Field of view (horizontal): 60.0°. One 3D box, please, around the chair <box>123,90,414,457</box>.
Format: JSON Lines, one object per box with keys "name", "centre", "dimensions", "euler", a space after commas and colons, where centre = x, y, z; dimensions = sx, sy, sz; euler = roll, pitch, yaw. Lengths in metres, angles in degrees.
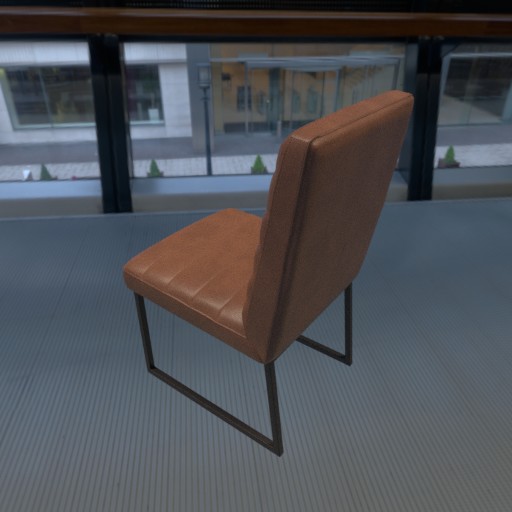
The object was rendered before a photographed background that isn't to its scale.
{"name": "chair", "centre": [0.000, 0.000, 1.310], "dimensions": [0.634, 0.930, 0.520], "euler": [21, 37, 31]}
